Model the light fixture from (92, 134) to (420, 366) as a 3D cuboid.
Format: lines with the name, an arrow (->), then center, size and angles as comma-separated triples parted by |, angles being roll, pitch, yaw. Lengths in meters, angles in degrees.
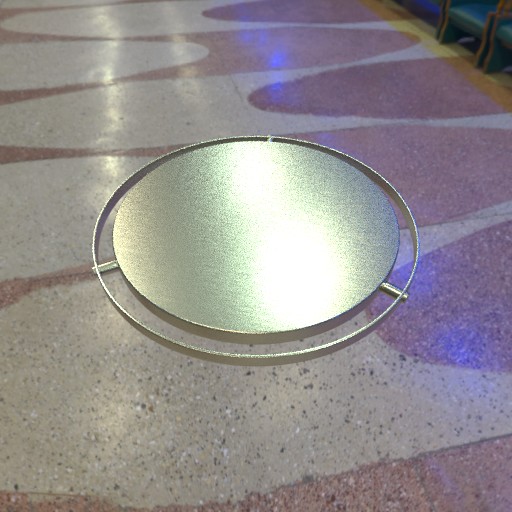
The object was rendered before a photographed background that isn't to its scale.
light fixture -> 0.000, 0.000, 0.546 | 0.361, 0.130, 0.361 | 0, 46, 0
